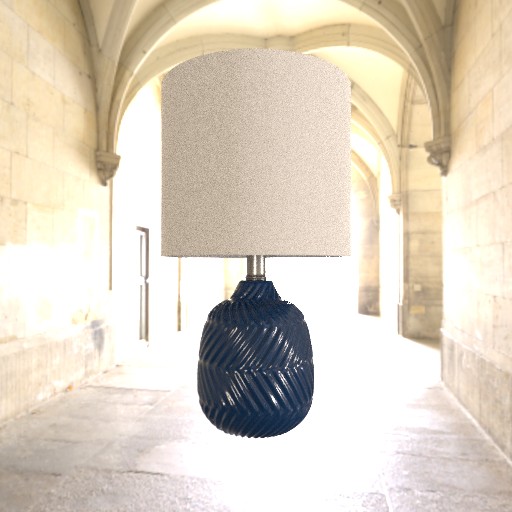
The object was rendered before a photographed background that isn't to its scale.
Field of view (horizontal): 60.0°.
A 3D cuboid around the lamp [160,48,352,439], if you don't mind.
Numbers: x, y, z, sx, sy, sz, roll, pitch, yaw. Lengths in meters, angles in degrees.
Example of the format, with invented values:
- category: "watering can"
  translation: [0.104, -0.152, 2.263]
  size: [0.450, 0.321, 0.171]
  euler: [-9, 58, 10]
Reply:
- category: "lamp"
  translation: [0.000, 0.000, 0.482]
  size: [0.203, 0.368, 0.203]
  euler: [1, -1, -36]
